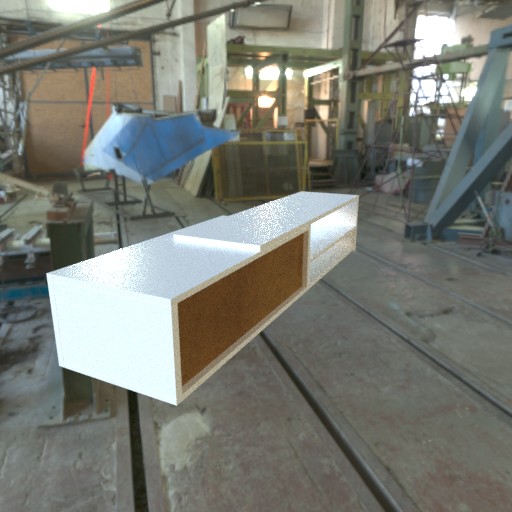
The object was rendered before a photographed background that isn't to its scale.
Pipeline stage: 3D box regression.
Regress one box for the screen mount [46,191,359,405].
[{"bbox_3d":[0.000,0.000,1.869,0.420,0.320,1.680,8,18,26],"label":"screen mount"}]
